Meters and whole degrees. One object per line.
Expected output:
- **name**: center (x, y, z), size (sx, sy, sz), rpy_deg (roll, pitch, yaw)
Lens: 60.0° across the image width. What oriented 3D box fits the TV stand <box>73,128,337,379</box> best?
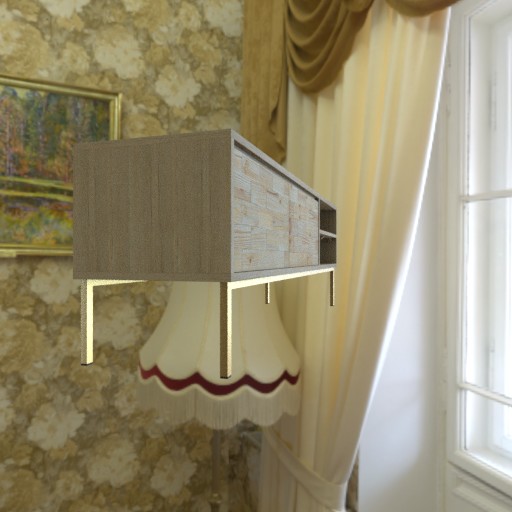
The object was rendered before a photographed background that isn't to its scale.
- **TV stand**: center (0.000, 0.000, 1.788), size (0.420, 0.550, 1.600), rpy_deg (0, 0, 18)
